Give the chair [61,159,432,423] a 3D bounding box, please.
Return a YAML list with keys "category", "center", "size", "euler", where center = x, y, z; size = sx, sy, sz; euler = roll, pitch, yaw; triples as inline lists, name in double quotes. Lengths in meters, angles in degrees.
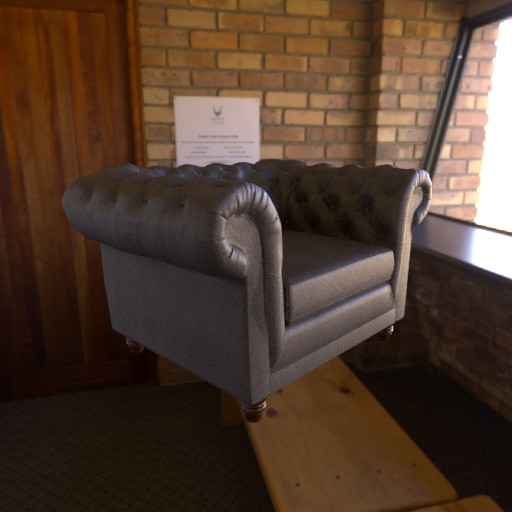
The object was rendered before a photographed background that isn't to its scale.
- category: "chair"
  center: [0.000, 0.000, 1.882]
  size: [0.943, 0.780, 1.298]
  euler: [13, 19, 42]
